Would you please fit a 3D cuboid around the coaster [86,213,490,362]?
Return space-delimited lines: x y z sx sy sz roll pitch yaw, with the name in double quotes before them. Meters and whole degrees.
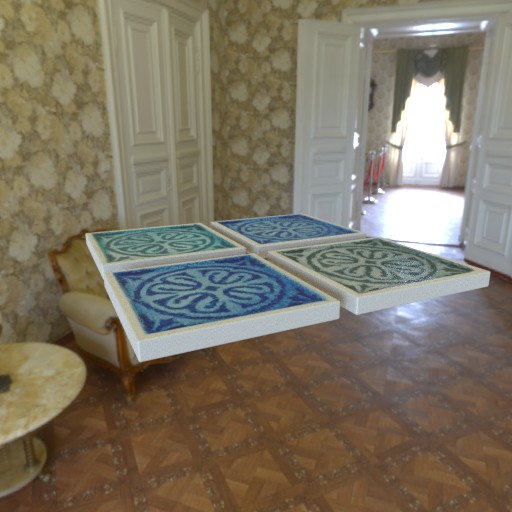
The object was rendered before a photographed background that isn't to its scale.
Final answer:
"coaster" 0.000 0.000 0.323 0.214 0.010 0.219 -8 18 -25
